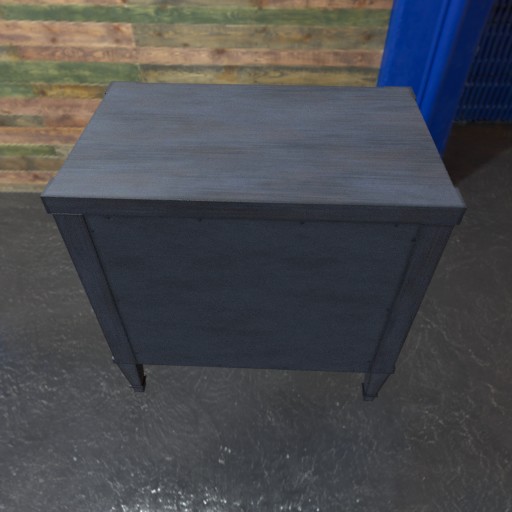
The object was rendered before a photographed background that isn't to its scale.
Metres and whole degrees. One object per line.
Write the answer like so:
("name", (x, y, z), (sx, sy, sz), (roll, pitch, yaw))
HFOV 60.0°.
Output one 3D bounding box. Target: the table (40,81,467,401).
("table", (0.000, 0.000, 1.062), (0.660, 0.660, 0.413), (2, 46, 2))
